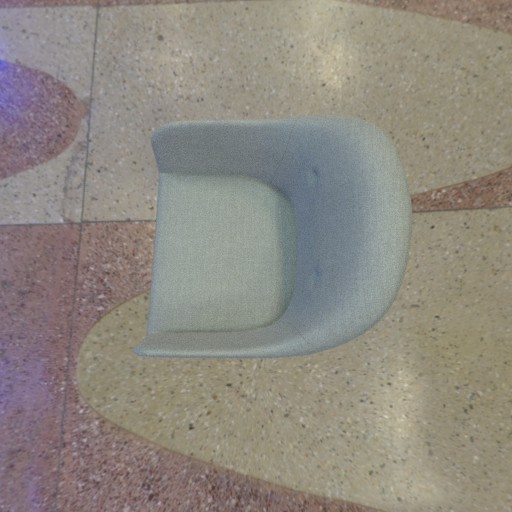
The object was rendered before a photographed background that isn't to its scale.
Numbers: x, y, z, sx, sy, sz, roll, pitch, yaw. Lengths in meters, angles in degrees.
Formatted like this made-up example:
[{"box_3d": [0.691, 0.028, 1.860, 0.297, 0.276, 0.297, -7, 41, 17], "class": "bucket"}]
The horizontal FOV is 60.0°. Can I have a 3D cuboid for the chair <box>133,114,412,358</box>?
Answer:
[{"box_3d": [0.000, 0.000, 1.164, 0.570, 0.780, 0.540, 1, 75, 0], "class": "chair"}]
